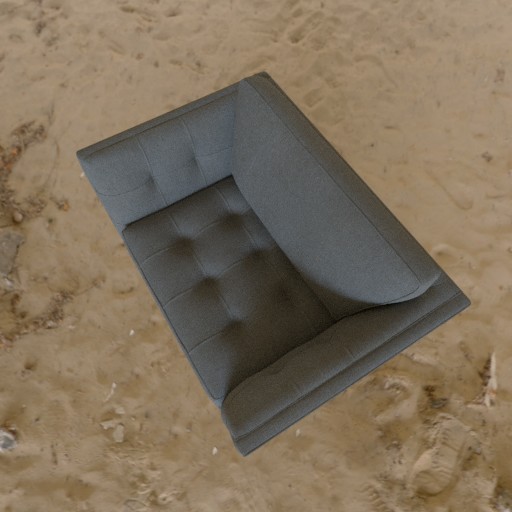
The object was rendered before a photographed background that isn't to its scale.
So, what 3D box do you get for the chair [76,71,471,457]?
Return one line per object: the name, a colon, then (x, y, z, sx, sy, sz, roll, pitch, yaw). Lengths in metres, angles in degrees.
chair: (0.000, 0.000, 2.000, 0.965, 0.942, 1.396, -29, 67, -14)
